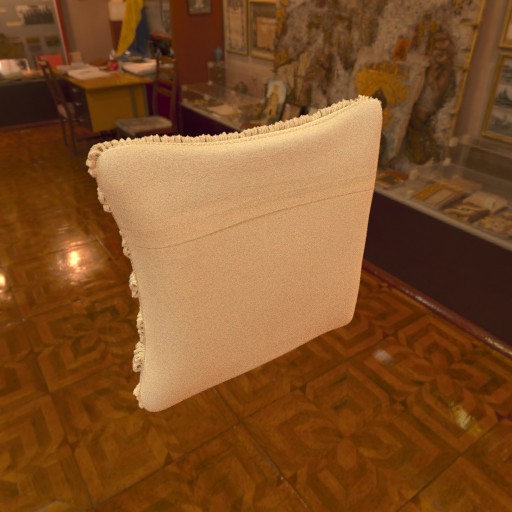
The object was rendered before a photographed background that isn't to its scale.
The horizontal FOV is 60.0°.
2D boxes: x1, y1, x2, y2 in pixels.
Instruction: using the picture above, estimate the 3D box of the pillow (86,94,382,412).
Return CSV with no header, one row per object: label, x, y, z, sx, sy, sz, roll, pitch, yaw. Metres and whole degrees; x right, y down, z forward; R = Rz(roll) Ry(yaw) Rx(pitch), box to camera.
pillow,0.000,0.000,0.675,0.437,0.427,0.145,-19,37,-27
